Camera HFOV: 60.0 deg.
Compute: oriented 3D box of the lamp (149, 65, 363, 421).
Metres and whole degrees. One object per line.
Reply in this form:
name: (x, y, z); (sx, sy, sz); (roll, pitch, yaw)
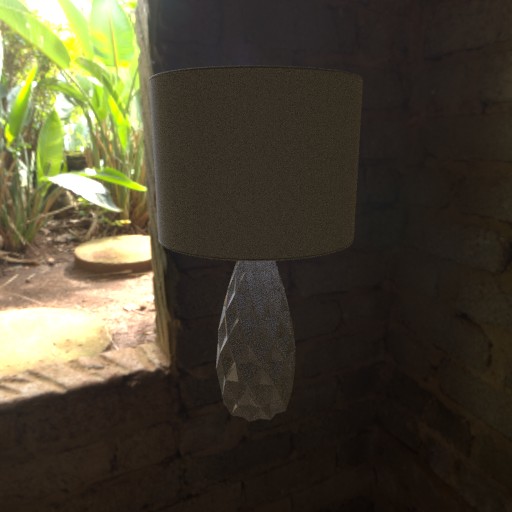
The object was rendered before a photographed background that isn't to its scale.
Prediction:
lamp: (0.000, 0.000, 0.697); (0.297, 0.522, 0.297); (0, 15, 0)
